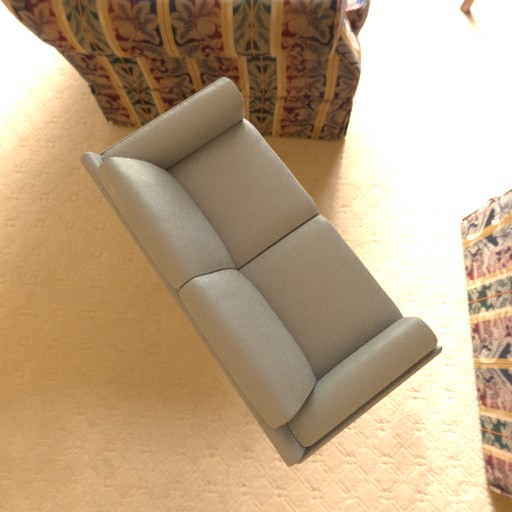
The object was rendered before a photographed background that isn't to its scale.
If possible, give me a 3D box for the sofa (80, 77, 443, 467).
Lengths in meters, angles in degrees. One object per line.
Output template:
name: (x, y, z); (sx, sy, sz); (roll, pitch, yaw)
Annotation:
sofa: (0.000, 0.000, 2.647); (1.049, 0.930, 2.101); (-35, 79, -8)
